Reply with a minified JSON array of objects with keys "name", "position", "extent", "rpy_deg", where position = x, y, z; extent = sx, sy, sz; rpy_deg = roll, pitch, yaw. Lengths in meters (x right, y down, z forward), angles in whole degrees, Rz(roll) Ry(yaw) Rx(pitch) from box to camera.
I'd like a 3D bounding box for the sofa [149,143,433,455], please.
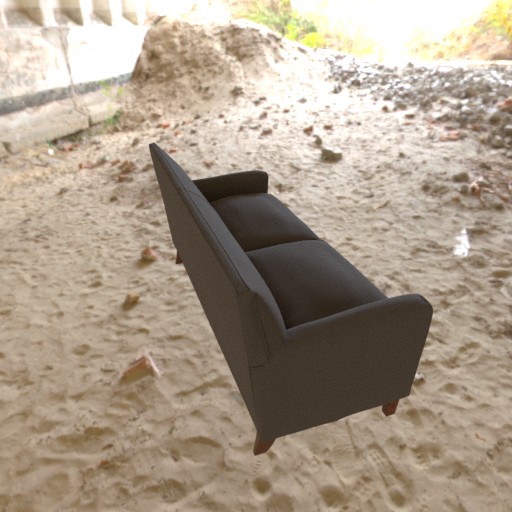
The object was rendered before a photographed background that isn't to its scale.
[{"name":"sofa","position":[0.000,0.000,2.509],"extent":[0.843,0.907,2.002],"rpy_deg":[-10,29,-18]}]
